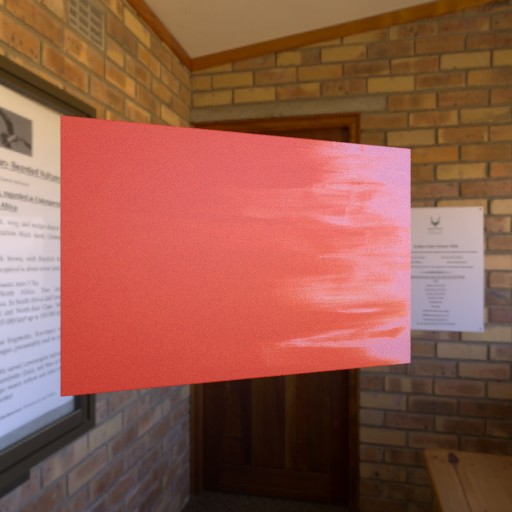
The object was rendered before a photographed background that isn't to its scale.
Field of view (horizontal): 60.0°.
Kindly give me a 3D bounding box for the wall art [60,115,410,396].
[{"bbox_3d":[0.000,0.000,0.752,0.607,0.405,0.033,0,0,-19],"label":"wall art"}]
